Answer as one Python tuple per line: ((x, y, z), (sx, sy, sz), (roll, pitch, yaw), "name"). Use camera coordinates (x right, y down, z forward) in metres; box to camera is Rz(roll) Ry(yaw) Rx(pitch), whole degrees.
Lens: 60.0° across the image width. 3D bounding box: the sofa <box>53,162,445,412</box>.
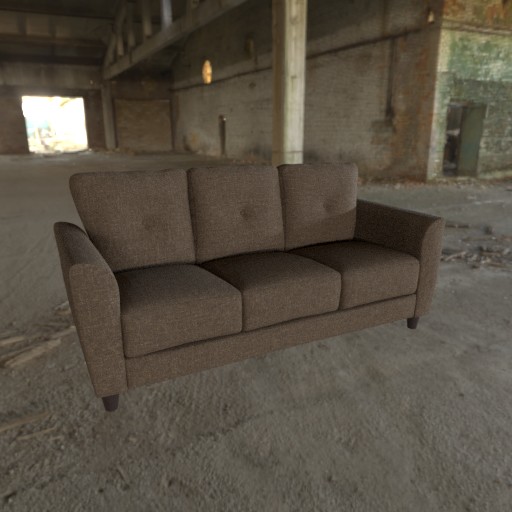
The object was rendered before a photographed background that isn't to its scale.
((0.000, 0.000, 2.300), (1.847, 0.891, 0.837), (-8, 18, -26), "sofa")
